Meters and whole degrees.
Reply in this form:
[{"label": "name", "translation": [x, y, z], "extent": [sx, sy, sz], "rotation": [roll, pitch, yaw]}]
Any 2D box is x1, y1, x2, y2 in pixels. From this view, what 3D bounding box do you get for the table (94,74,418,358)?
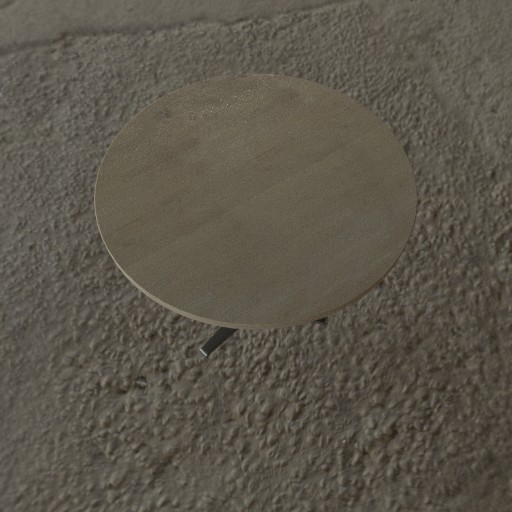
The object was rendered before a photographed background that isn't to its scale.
[{"label": "table", "translation": [0.000, 0.000, 1.449], "extent": [0.800, 0.780, 0.800], "rotation": [0, 59, 0]}]
